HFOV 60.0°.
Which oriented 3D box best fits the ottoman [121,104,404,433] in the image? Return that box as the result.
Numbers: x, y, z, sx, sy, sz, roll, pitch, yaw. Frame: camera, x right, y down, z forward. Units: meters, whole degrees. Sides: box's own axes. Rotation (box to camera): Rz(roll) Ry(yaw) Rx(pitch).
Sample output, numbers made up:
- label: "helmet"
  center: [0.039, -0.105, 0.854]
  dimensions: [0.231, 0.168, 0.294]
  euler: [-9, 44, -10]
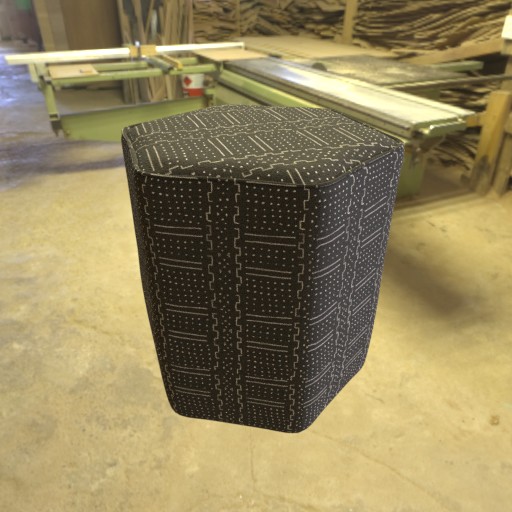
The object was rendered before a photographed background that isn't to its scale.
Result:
- label: "ottoman"
  center: [0.000, 0.000, 0.878]
  dimensions: [0.443, 0.502, 0.494]
  euler: [-10, 32, -17]
